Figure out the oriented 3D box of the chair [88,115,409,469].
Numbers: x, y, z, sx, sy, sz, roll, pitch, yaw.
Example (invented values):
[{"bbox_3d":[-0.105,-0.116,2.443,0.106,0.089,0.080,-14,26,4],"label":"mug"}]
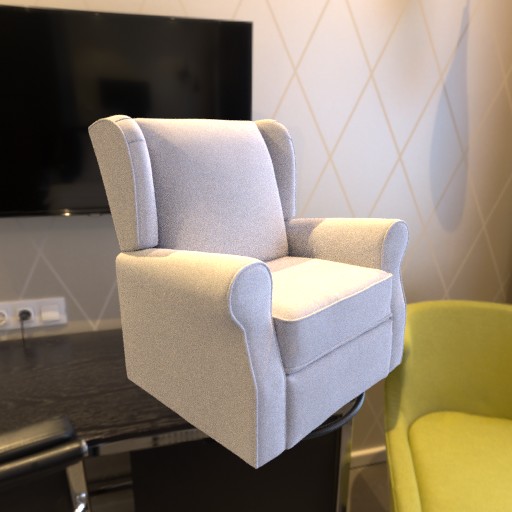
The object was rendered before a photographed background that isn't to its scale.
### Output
[{"bbox_3d":[0.000,0.000,1.602,0.854,0.967,0.906,15,22,43],"label":"chair"}]
